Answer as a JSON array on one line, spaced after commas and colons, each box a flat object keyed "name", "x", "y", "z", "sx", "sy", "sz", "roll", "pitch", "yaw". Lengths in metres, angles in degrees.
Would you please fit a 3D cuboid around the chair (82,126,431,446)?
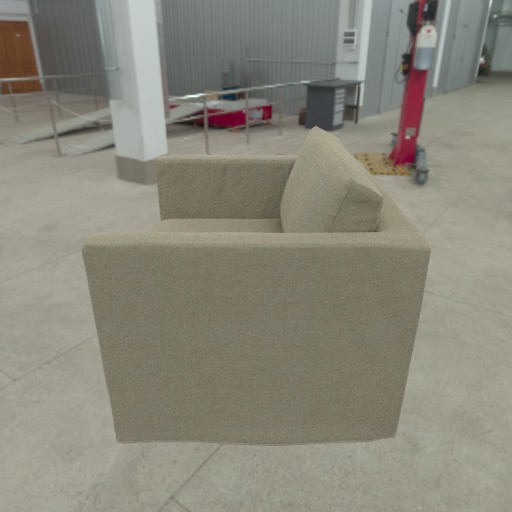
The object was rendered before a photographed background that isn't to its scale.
[{"name": "chair", "x": 0.000, "y": 0.000, "z": 1.721, "sx": 0.949, "sy": 0.863, "sz": 1.057, "roll": 0, "pitch": 26, "yaw": 0}]
